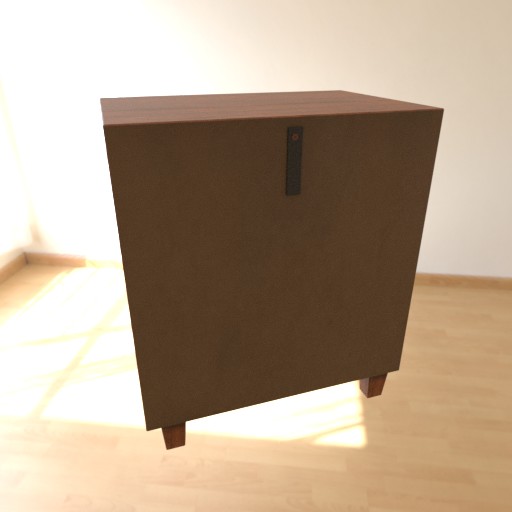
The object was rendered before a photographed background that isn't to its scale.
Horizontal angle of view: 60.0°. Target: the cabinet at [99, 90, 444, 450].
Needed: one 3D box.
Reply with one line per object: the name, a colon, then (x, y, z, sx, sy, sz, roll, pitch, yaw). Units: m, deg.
cabinet: (0.000, 0.000, 1.056, 0.607, 0.695, 0.410, -8, 26, -17)
